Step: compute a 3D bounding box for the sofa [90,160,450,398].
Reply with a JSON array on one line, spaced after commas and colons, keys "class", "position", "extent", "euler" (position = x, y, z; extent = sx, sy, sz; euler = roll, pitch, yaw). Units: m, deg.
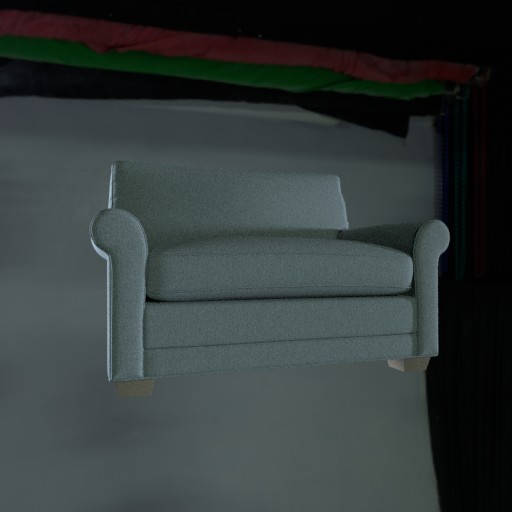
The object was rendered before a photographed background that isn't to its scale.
[{"class": "sofa", "position": [0.000, 0.000, 2.038], "extent": [1.410, 0.953, 0.940], "euler": [0, -1, -18]}]
